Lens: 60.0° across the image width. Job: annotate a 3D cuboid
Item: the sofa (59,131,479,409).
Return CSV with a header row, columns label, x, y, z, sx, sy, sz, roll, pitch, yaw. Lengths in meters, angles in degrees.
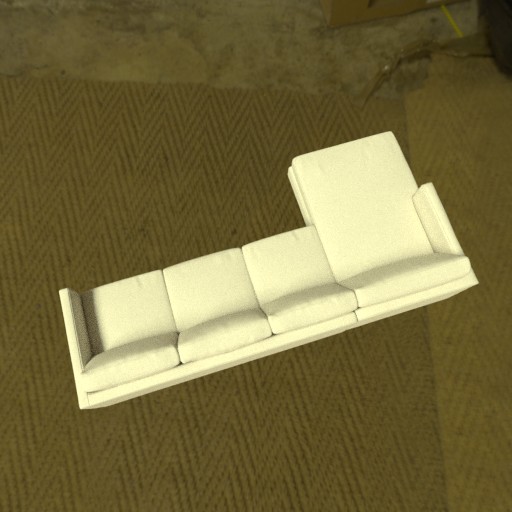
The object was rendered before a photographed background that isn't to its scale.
label,x,y,z,sx,sy,sz,roll,pitch,yaw
sofa,0.000,0.000,3.801,3.186,0.846,1.625,-16,74,-5
